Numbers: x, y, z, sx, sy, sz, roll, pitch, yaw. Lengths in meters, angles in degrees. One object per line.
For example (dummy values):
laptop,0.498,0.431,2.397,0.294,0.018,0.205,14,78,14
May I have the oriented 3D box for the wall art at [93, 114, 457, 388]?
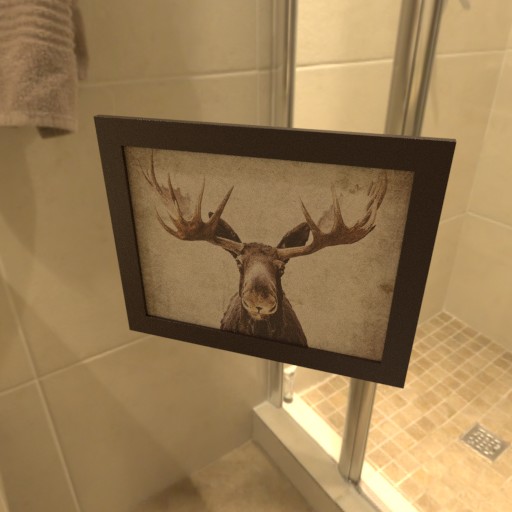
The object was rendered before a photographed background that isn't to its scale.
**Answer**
wall art,0.000,0.000,1.660,1.207,0.952,0.034,9,30,15
